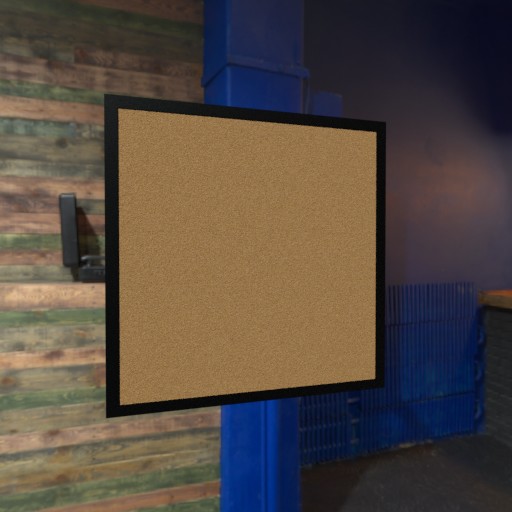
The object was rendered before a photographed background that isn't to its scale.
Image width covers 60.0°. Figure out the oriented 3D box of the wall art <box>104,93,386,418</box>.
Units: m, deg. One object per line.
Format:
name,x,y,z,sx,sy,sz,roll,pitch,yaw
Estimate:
wall art,0.000,0.000,0.785,0.506,0.506,0.038,0,1,-18
